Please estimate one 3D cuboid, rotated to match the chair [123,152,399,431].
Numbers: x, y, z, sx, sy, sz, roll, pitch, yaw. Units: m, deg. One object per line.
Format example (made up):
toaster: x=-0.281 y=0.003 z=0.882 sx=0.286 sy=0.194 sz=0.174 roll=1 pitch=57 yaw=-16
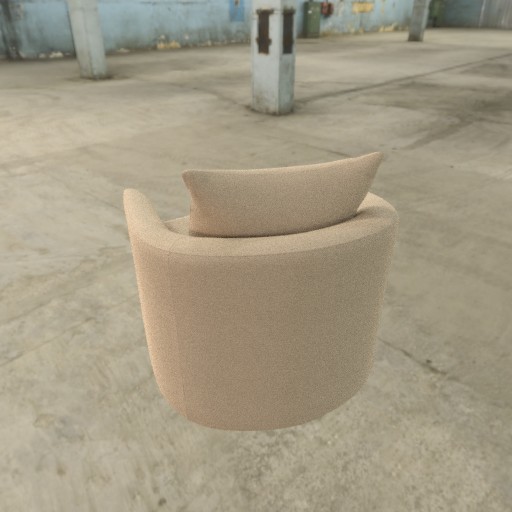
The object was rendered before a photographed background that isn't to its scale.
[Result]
chair: x=0.000 y=0.000 z=1.592 sx=0.845 sy=0.848 sz=0.910 roll=-9 pitch=30 yaw=-16
